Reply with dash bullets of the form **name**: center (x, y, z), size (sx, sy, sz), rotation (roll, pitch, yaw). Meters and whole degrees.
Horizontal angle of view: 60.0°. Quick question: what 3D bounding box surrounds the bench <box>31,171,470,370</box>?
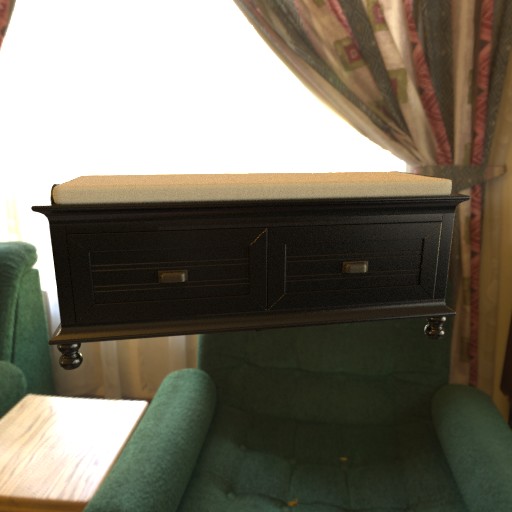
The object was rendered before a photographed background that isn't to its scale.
- **bench**: center (0.000, 0.000, 1.421), size (1.185, 0.501, 0.402), rotation (-3, 15, -10)
